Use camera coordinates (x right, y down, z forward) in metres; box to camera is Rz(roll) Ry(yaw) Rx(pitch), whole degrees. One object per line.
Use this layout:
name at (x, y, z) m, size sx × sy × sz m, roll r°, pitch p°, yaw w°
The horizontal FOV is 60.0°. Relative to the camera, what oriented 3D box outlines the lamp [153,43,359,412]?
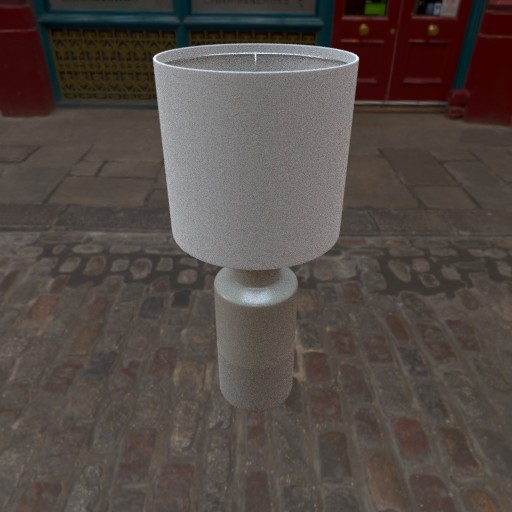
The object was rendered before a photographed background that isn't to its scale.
lamp at (0.000, 0.000, 0.593) m, size 0.212 × 0.493 × 0.212 m, roll 0°, pitch 32°, yaw 0°
